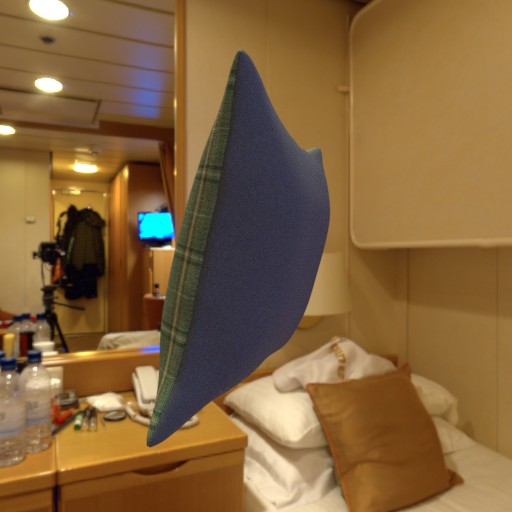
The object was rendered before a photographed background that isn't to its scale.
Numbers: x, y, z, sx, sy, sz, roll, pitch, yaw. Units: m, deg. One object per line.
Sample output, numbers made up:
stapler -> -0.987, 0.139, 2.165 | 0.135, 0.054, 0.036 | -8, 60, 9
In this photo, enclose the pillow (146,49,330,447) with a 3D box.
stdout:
pillow -> 0.000, 0.000, 0.690 | 0.200, 0.430, 0.453 | 0, 0, 18
